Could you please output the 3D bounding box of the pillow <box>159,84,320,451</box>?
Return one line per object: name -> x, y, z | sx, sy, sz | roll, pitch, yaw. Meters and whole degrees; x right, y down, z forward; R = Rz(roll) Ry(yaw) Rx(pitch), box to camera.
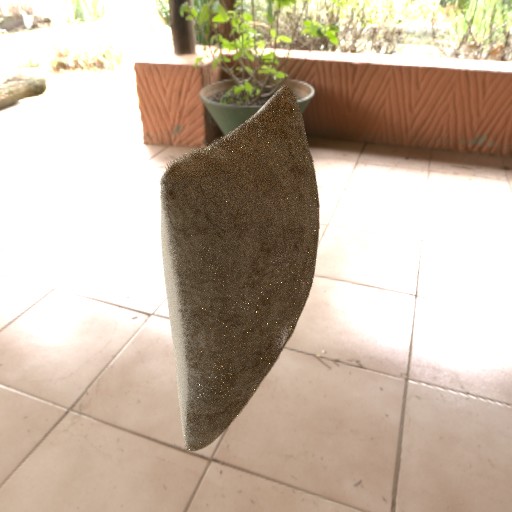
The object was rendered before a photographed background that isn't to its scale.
pillow -> 0.000, 0.000, 0.831 | 0.216, 0.525, 0.538 | 10, 33, 16
